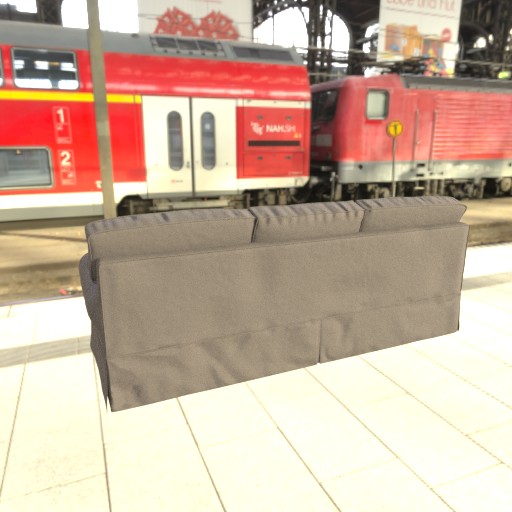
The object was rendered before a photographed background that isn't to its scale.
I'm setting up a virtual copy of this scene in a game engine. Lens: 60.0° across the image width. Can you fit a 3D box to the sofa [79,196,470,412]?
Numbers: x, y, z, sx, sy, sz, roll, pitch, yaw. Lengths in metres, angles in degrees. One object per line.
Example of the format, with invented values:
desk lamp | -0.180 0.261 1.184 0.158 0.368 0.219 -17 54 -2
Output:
sofa | 0.000 0.000 3.319 2.475 0.978 1.733 -6 16 -23
